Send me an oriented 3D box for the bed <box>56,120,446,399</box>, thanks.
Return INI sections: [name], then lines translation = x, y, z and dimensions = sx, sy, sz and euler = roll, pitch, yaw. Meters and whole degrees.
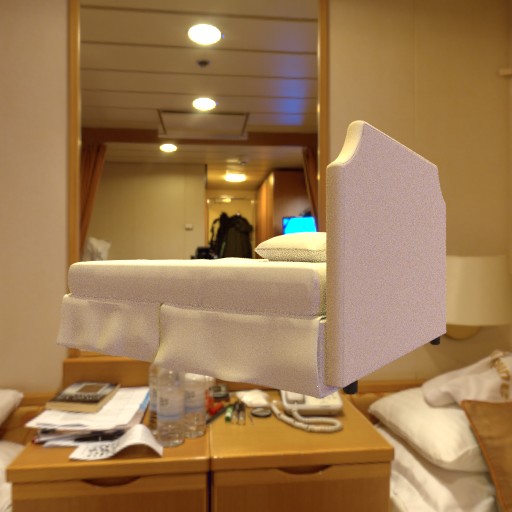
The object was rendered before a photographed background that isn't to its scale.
[bed]
translation = 0.000, 0.000, 4.060
dimensions = 2.773, 1.590, 2.350
euler = 0, 0, 37
